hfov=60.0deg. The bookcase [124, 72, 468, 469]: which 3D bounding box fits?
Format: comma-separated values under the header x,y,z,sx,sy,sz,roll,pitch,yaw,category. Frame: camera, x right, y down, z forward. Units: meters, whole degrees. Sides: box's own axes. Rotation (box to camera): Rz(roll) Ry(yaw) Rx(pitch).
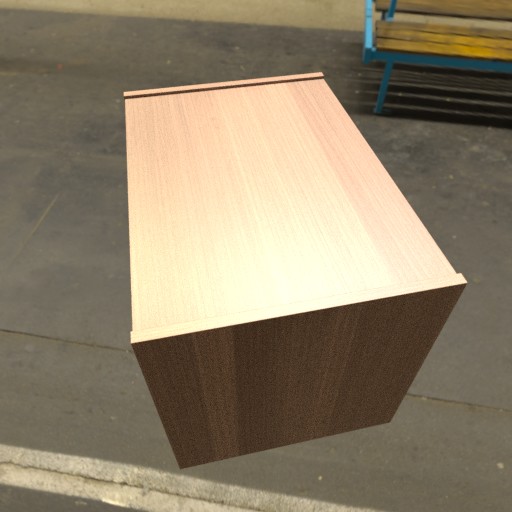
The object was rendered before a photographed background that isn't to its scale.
x,y,z,sx,sy,sz,roll,pitch,yaw,category
0.000,0.000,0.617,0.290,0.305,0.415,-9,48,-8,bookcase
